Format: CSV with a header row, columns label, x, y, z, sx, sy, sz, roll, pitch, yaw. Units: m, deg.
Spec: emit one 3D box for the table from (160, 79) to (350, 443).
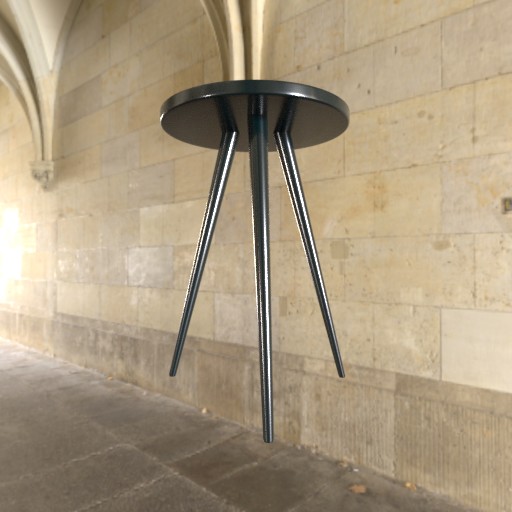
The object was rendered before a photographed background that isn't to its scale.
label,x,y,z,sx,sy,sz,roll,pitch,yaw
table,0.000,0.000,0.851,0.403,0.548,0.415,0,-1,0
